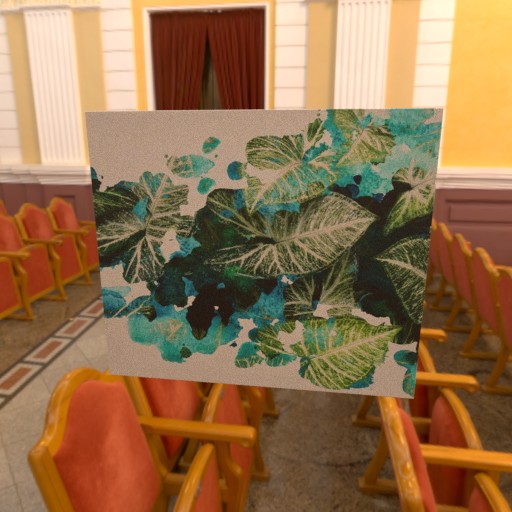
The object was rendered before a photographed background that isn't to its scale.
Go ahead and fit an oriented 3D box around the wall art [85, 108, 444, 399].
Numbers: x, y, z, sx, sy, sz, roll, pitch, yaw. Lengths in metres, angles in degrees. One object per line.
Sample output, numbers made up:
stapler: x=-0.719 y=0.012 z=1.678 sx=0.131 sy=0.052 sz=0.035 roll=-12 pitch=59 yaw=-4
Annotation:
wall art: x=0.000 y=0.000 z=0.696 sx=0.507 sy=0.435 sz=0.041 roll=2 pitch=15 yaw=8
